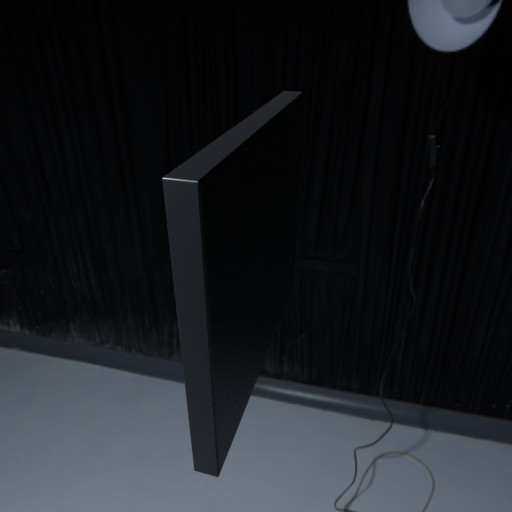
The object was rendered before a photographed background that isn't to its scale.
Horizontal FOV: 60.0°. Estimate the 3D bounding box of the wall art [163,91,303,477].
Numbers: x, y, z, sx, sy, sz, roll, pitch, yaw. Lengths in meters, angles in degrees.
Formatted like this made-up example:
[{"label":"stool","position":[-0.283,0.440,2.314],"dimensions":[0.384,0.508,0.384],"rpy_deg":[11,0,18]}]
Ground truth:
[{"label":"wall art","position":[0.000,0.000,0.551],"dimensions":[0.028,0.330,0.380],"rpy_deg":[8,31,14]}]
